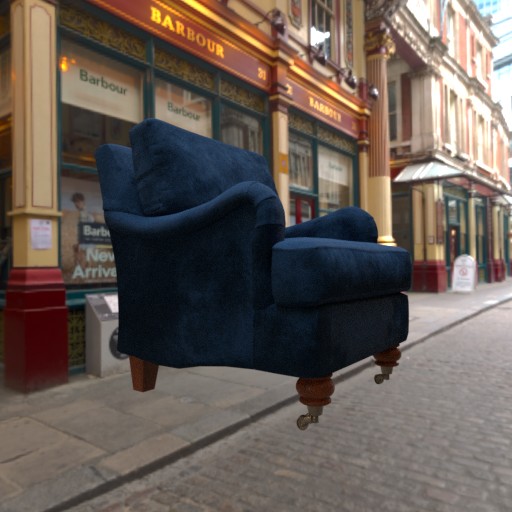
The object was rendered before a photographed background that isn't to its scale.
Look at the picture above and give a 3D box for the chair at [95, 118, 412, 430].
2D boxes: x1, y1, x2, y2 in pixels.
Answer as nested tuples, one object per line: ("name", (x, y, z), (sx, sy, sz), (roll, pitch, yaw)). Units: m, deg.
("chair", (0.000, 0.000, 1.857), (1.078, 1.076, 0.895), (-1, -1, 36))
